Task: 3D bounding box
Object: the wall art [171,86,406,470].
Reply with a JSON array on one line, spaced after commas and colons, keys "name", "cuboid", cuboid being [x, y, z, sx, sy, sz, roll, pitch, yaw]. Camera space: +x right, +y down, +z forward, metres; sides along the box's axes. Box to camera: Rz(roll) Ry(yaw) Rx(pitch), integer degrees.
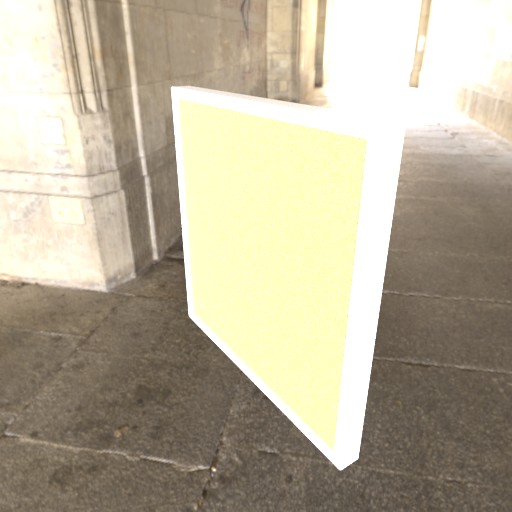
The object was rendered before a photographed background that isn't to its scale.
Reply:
[{"name": "wall art", "cuboid": [0.000, 0.000, 0.756, 0.038, 0.508, 0.508, -16, 30, -30]}]
